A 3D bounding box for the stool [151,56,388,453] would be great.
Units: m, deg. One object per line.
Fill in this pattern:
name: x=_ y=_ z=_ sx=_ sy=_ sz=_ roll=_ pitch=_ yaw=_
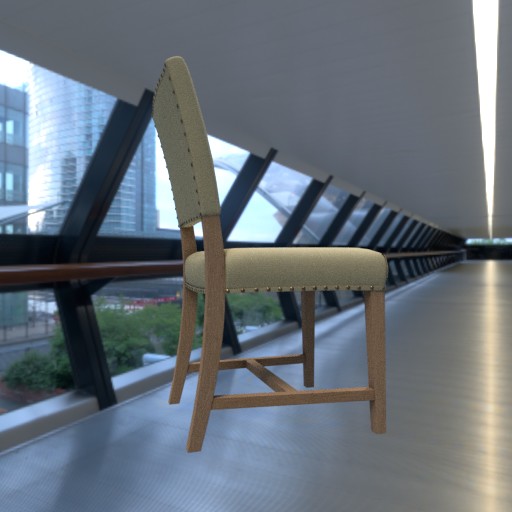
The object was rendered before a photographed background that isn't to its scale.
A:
stool: x=0.000 y=0.000 z=1.380 sx=0.623 sy=0.986 sz=0.508 roll=0 pitch=-1 yaw=-18
